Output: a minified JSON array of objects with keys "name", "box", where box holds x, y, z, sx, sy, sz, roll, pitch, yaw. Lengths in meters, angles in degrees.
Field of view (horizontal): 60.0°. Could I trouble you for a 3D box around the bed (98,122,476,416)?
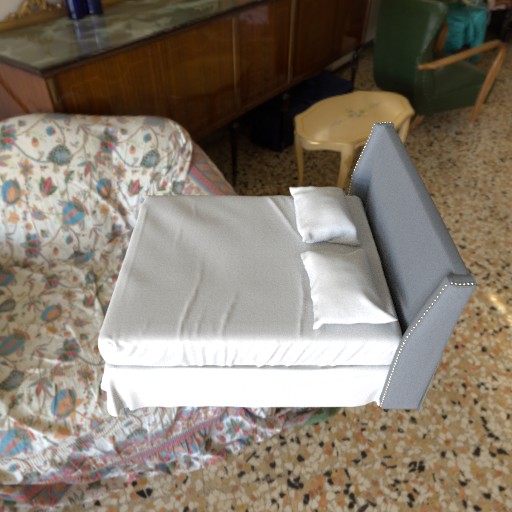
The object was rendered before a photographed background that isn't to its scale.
[{"name":"bed","box":[0.000,0.000,3.382,2.276,1.332,1.925,0,42,0]}]
